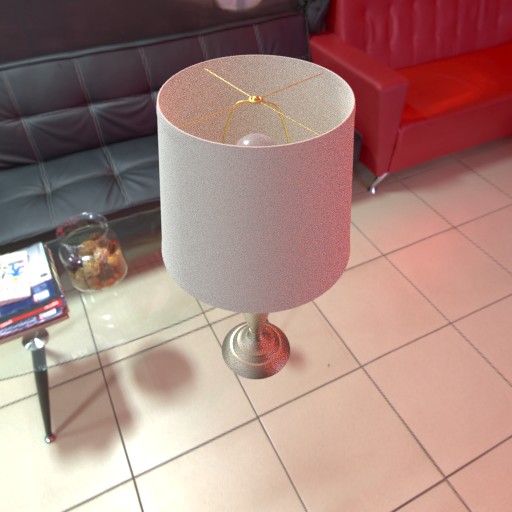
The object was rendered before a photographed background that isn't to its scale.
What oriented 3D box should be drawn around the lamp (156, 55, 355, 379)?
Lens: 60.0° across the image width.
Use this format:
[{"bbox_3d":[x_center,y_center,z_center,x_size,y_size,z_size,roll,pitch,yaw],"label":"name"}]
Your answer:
[{"bbox_3d":[0.000,0.000,0.812,0.328,0.619,0.328,0,46,0],"label":"lamp"}]
